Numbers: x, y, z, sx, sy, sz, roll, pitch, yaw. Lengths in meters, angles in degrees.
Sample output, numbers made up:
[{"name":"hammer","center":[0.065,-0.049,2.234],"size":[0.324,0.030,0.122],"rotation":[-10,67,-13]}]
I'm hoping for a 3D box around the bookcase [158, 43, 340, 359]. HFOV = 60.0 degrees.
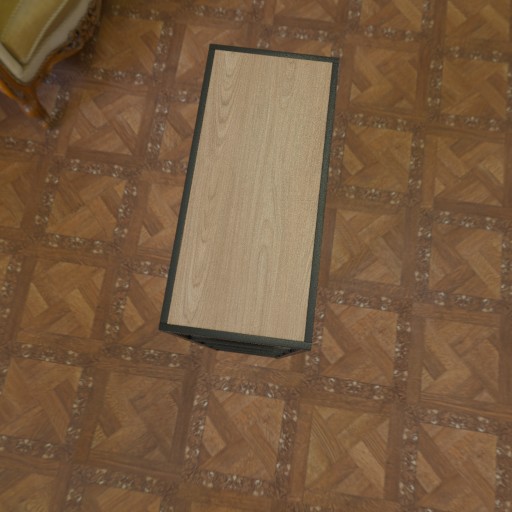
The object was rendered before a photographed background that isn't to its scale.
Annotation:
[{"name":"bookcase","center":[0.000,0.000,1.822],"size":[0.350,1.500,0.770],"rotation":[7,76,2]}]
